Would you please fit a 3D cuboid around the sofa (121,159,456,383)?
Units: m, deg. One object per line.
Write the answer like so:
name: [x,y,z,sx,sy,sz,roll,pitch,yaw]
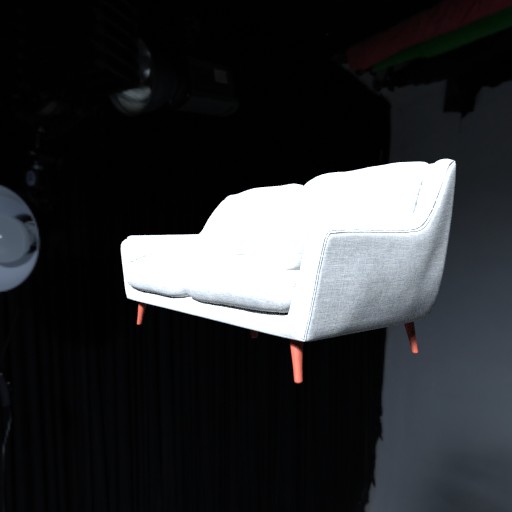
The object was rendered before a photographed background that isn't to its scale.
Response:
sofa: [0.000,0.000,2.430,0.976,0.897,1.930,0,1,-35]
